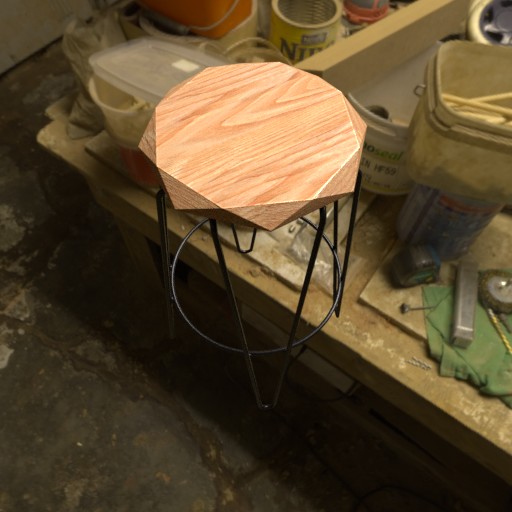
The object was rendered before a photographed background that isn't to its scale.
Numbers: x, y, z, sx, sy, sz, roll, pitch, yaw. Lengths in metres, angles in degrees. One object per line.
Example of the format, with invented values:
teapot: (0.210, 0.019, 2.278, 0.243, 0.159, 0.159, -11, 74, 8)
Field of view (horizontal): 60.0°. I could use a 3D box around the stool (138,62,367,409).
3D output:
stool: (0.000, 0.000, 0.792, 0.326, 0.610, 0.326, 34, 65, 18)
